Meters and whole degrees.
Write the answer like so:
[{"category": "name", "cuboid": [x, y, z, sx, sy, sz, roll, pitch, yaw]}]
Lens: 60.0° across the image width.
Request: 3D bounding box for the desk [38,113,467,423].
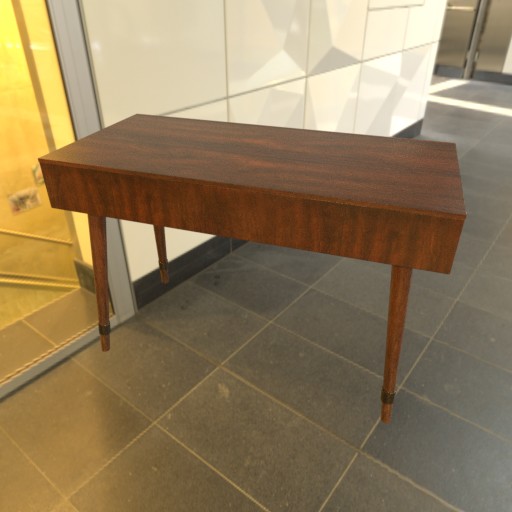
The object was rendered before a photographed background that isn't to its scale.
[{"category": "desk", "cuboid": [0.000, 0.000, 2.106, 1.577, 1.031, 0.734, 10, 33, 16]}]
